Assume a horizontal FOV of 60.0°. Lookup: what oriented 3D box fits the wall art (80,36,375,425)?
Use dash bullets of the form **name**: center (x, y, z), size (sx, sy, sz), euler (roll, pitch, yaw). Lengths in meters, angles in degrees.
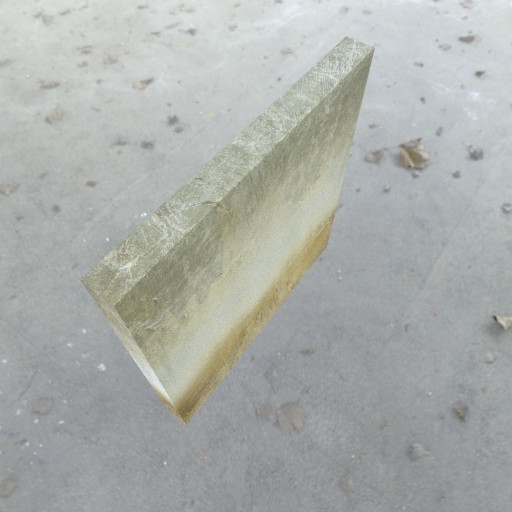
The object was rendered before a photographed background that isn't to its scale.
- **wall art**: center (0.000, 0.000, 0.594), size (0.038, 0.407, 0.405), euler (32, 63, 19)
